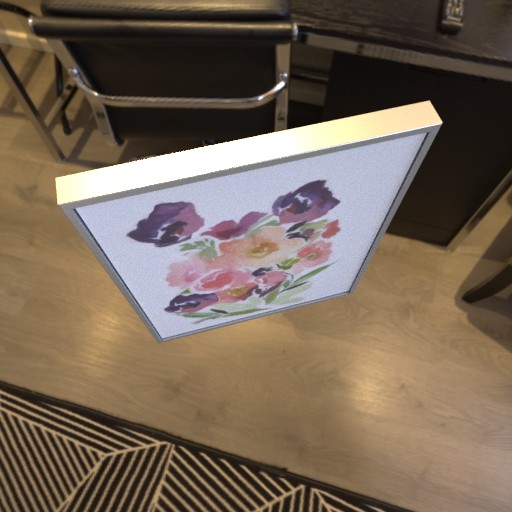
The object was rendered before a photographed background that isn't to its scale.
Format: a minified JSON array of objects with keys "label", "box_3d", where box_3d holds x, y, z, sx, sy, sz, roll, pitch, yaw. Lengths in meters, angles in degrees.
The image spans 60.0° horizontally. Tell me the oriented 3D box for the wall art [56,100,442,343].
[{"label":"wall art","box_3d":[0.000,0.000,0.757,0.452,0.549,0.038,-13,64,-7]}]
